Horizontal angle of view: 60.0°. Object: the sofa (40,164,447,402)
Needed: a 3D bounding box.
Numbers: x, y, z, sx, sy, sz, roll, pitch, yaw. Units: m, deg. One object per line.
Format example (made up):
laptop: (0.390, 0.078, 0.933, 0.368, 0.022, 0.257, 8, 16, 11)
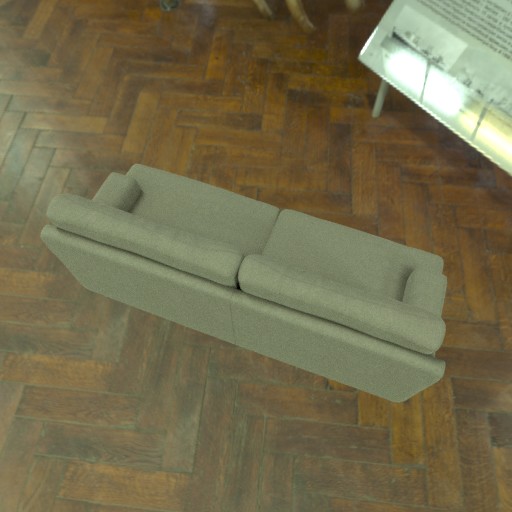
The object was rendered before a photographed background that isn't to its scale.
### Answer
sofa: (0.000, 0.000, 2.852, 2.354, 0.980, 0.962, 18, 63, 10)
